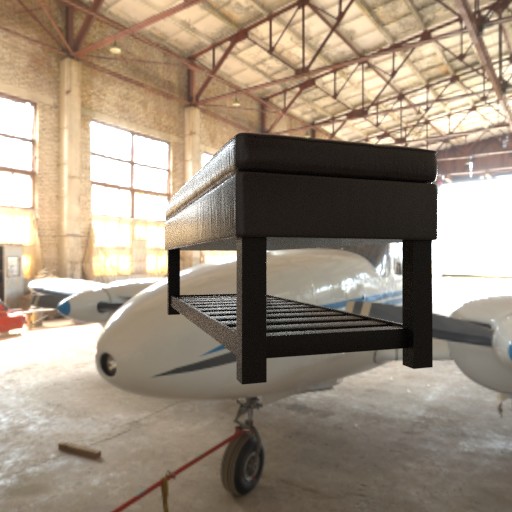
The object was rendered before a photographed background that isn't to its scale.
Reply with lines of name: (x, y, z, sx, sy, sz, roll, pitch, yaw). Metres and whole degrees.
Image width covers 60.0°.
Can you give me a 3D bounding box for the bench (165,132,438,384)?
bench: (0.000, 0.000, 1.348, 0.432, 0.460, 1.105, 0, -1, -18)
